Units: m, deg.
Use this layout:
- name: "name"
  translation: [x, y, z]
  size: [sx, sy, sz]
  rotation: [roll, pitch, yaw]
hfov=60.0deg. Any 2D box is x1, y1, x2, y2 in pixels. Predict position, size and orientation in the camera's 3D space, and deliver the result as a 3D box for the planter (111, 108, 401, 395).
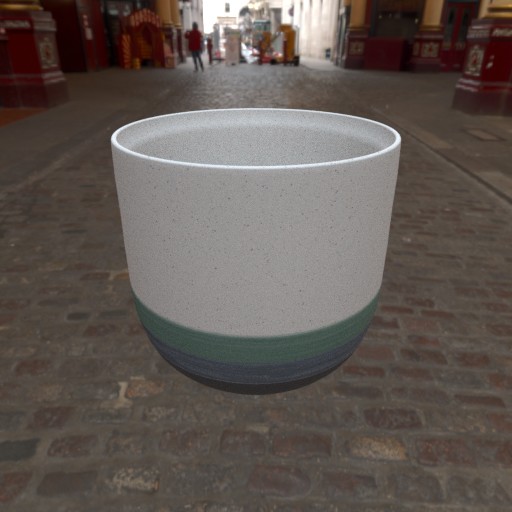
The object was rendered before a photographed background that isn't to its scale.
- name: "planter"
  translation: [0.000, 0.000, 0.482]
  size: [0.268, 0.270, 0.268]
  rotation: [0, 27, 0]
